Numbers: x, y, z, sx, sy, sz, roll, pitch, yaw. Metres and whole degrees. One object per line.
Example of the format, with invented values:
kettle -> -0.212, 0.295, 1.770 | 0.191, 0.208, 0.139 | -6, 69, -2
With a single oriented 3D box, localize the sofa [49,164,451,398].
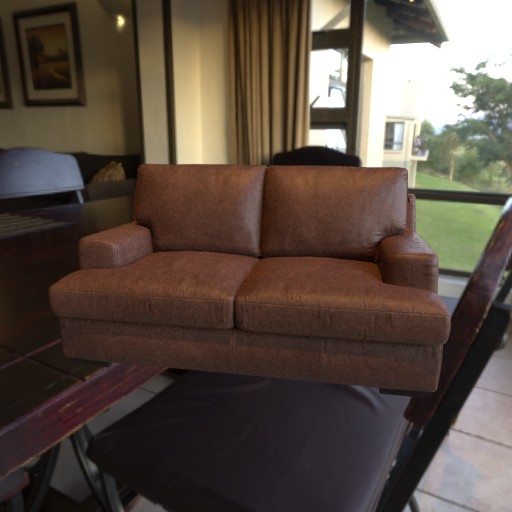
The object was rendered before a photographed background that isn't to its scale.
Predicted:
sofa -> 0.000, 0.000, 2.456 | 1.880, 0.939, 1.143 | 3, 16, 10
